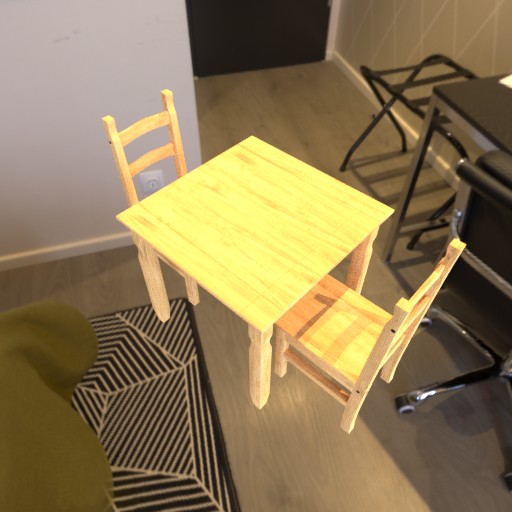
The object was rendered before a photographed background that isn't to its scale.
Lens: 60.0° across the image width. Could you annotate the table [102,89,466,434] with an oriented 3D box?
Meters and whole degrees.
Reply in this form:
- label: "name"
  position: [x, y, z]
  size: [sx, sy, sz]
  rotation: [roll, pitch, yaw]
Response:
- label: "table"
  position: [0.000, 0.000, 2.020]
  size: [1.501, 0.942, 0.813]
  rotation: [35, 56, 27]
